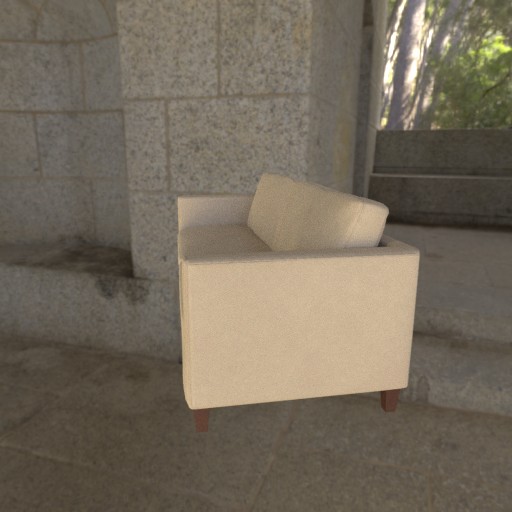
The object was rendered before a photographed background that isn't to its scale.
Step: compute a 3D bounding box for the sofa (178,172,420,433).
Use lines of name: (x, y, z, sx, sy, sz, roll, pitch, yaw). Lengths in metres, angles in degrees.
sofa: (0.000, 0.000, 2.726, 0.948, 0.932, 2.181, -2, 14, -10)
